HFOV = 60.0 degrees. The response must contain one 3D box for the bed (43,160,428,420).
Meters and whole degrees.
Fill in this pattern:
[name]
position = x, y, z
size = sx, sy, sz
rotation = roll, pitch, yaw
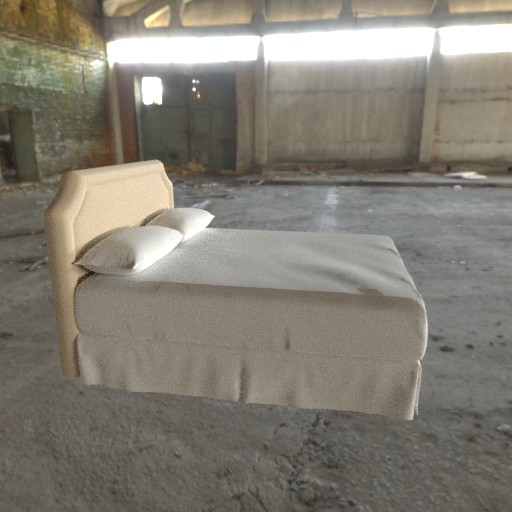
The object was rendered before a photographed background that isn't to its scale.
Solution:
[bed]
position = 0.000, 0.000, 3.832
size = 2.548, 1.524, 2.134
rotation = 3, 16, 10
